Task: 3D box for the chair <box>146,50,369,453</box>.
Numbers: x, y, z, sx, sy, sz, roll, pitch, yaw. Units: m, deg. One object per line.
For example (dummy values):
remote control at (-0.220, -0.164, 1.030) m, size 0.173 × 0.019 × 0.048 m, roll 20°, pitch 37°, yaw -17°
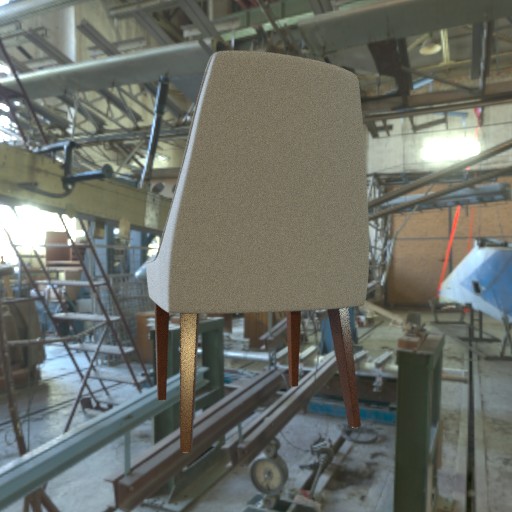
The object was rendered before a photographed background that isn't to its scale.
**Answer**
chair at (0.000, 0.000, 1.194) m, size 0.529 × 0.861 × 0.544 m, roll 0°, pitch -1°, yaw -20°
